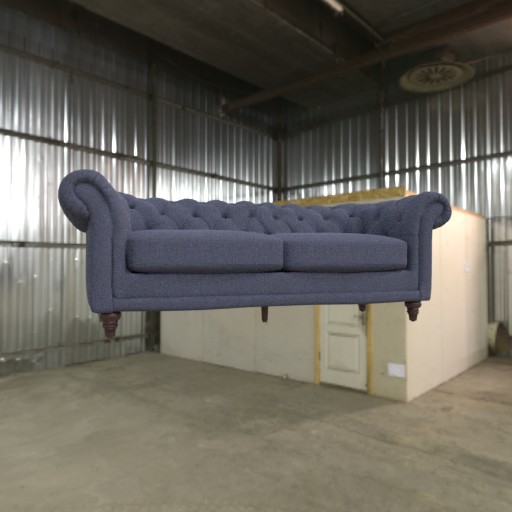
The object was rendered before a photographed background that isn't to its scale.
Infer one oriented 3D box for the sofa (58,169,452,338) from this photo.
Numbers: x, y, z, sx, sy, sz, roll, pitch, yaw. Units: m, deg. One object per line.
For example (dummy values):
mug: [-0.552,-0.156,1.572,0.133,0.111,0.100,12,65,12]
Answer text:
sofa: [0.000,0.000,2.913,2.335,0.836,1.046,0,-1,-19]
